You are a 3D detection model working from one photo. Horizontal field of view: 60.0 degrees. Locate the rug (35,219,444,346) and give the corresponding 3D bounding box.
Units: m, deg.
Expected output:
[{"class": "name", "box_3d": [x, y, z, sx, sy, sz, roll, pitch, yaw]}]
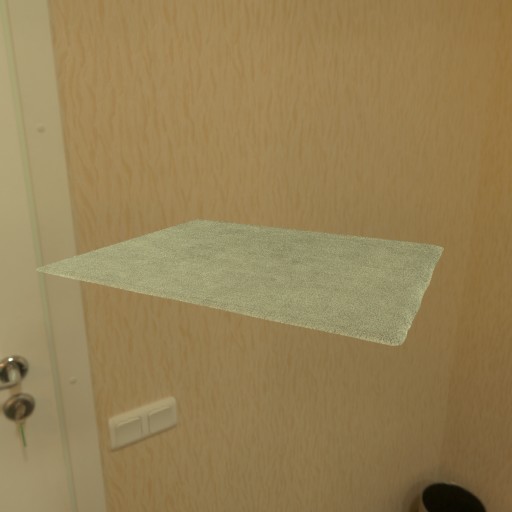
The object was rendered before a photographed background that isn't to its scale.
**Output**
[{"class": "rug", "box_3d": [0.000, 0.000, 3.957, 2.933, 0.027, 2.332, 8, 18, 26]}]
